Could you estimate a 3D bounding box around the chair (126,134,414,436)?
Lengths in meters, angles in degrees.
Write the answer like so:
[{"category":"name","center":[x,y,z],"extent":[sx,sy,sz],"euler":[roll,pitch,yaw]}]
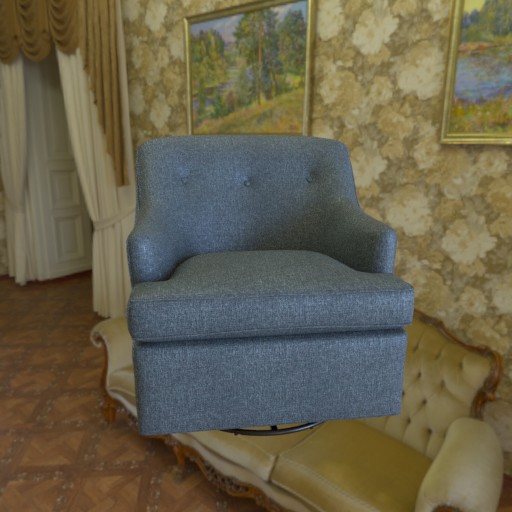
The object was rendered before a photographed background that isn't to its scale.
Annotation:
[{"category":"chair","center":[0.000,0.000,1.576],"extent":[0.864,0.856,0.923],"euler":[-2,14,-7]}]
